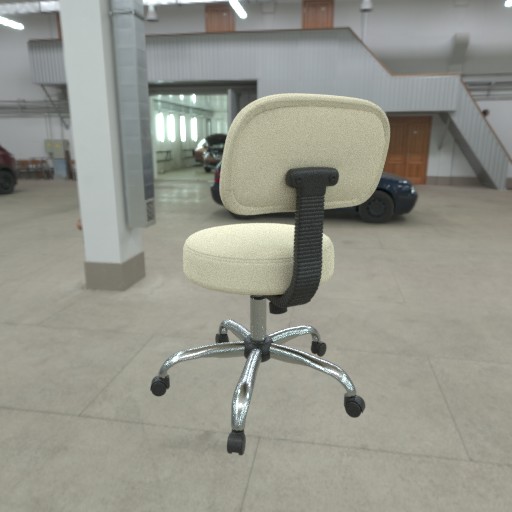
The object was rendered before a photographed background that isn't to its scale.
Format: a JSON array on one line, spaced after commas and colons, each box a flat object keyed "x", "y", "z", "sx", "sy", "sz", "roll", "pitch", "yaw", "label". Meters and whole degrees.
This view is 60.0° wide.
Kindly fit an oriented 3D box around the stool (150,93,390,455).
[{"x": 0.000, "y": 0.000, "z": 1.245, "sx": 0.609, "sy": 0.810, "sz": 0.616, "roll": -7, "pitch": 16, "yaw": -24, "label": "stool"}]
